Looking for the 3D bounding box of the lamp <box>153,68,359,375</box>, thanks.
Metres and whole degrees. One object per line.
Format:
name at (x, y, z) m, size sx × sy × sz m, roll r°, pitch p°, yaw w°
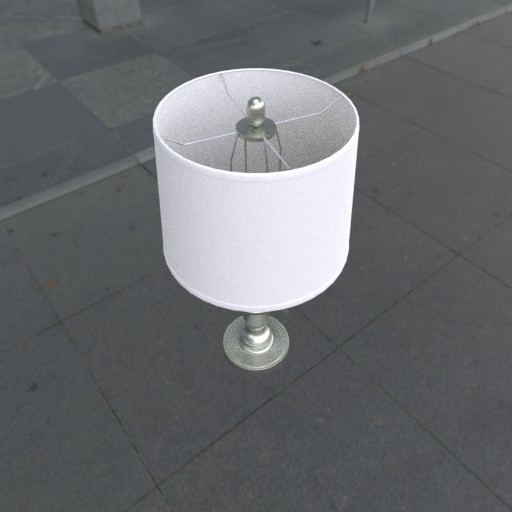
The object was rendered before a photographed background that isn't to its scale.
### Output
lamp at (0.000, 0.000, 0.969) m, size 0.383 × 0.733 × 0.383 m, roll 0°, pitch 47°, yaw 0°
